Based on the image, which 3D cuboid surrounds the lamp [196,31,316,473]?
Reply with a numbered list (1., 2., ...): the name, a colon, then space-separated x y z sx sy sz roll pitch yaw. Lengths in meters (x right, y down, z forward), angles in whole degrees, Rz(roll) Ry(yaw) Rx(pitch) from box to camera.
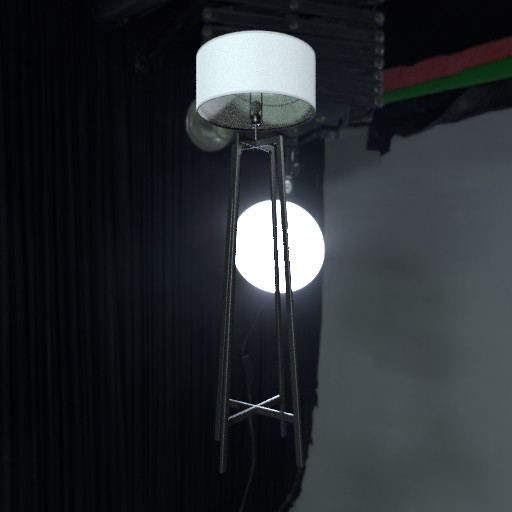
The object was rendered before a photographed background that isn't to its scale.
1. lamp: 0.000 0.000 1.712 0.457 1.510 0.456 0 0 36
